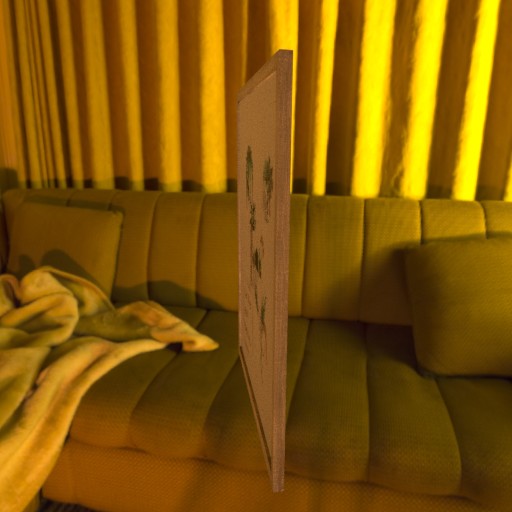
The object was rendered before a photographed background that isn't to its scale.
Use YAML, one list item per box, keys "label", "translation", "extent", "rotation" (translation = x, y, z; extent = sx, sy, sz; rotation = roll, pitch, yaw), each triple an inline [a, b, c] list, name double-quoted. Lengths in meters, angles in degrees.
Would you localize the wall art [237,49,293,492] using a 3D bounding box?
- label: "wall art"
  translation: [0.000, 0.000, 1.358]
  extent: [0.035, 1.022, 0.781]
  rotation: [-2, 14, -9]
